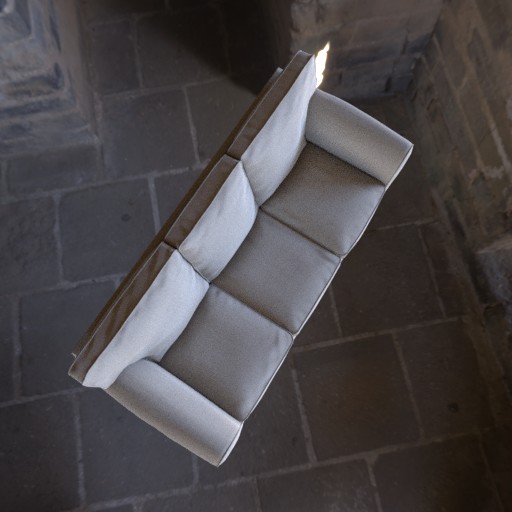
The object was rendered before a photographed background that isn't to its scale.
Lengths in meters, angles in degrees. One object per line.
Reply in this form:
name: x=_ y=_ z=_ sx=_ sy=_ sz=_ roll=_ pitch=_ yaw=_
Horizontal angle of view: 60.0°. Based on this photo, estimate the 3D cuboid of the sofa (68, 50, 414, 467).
sofa: x=0.000 y=0.000 z=2.567 sx=0.916 sy=0.961 sz=2.084 roll=32 pitch=78 yaw=8
